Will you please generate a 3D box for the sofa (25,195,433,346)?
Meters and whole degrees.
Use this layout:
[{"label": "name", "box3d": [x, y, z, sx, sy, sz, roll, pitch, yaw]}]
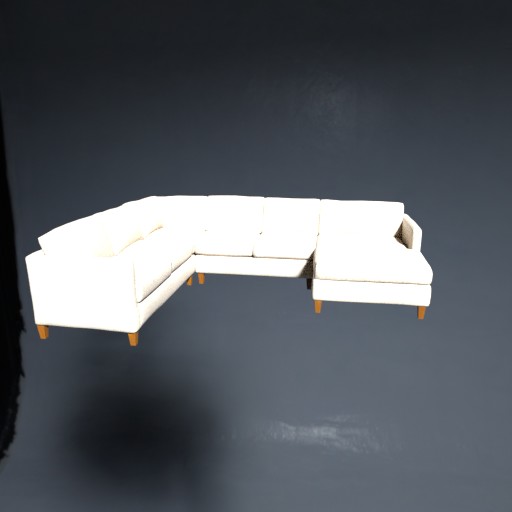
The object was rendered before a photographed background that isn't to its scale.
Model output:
[{"label": "sofa", "box3d": [0.000, 0.000, 4.631, 3.460, 0.961, 2.594, 2, 16, 9]}]
